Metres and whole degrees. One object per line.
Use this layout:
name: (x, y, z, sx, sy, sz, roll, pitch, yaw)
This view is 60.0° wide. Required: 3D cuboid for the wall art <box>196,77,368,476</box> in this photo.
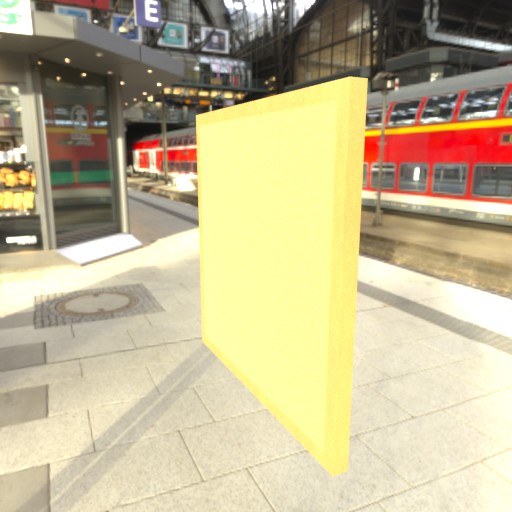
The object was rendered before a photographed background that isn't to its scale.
wall art: (0.000, 0.000, 2.937, 0.097, 1.936, 1.935, -6, 14, -26)
